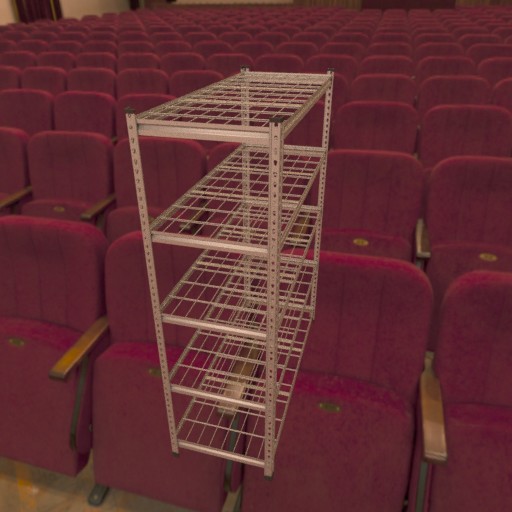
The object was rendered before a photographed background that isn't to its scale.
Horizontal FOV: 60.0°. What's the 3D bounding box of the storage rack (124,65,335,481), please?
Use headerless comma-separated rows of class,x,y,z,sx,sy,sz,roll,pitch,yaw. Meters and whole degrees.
storage rack,0.000,0.000,2.706,0.610,1.981,1.524,8,30,14
